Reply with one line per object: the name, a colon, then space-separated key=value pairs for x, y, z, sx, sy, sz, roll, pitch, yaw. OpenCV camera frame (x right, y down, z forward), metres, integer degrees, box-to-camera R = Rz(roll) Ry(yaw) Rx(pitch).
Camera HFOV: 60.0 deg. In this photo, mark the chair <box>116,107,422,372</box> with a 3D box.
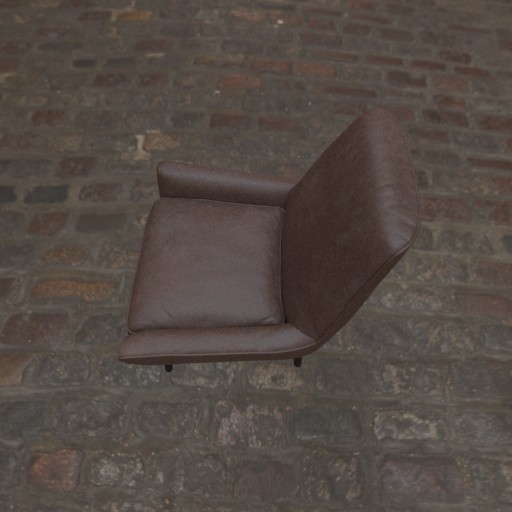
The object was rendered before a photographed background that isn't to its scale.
chair: x=0.000 y=0.000 z=1.508 sx=0.824 sy=0.888 sz=0.787 roll=2 pitch=57 yaw=1
